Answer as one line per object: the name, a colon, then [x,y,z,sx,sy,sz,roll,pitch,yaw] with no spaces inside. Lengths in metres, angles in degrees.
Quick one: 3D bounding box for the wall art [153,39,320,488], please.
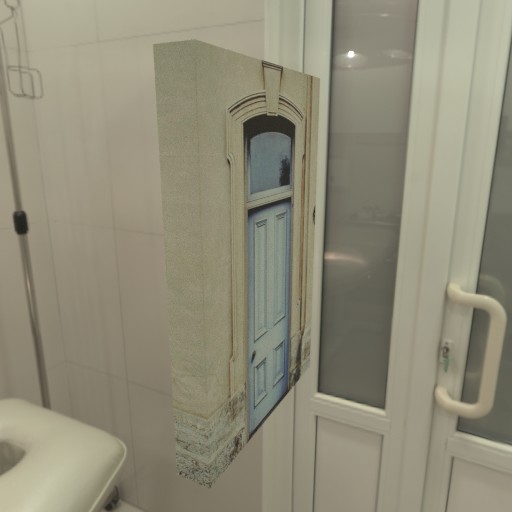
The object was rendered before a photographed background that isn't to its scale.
wall art: [0.000,0.000,0.477,0.038,0.381,0.254,8,17,27]
